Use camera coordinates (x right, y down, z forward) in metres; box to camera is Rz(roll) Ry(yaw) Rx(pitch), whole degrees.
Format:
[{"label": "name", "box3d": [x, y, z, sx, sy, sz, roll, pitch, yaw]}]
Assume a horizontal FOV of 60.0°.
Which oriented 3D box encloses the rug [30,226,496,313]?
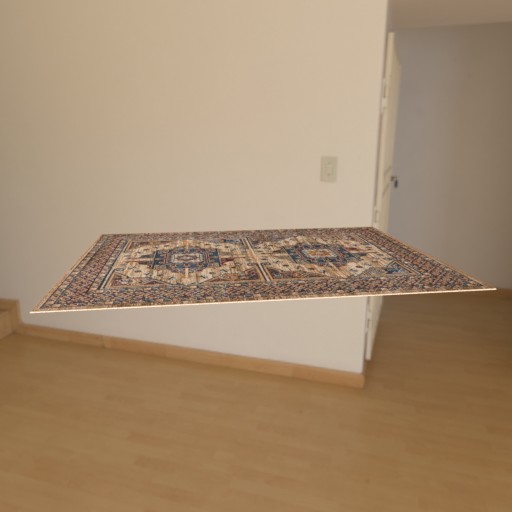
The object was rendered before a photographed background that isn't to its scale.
[{"label": "rug", "box3d": [0.000, 0.000, 2.856, 2.227, 0.008, 1.611, -2, 15, -8]}]
